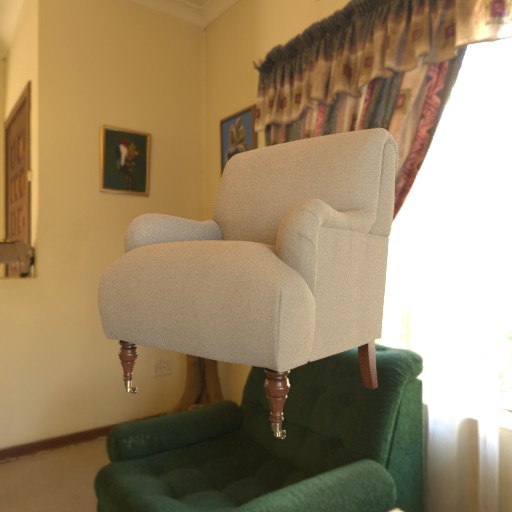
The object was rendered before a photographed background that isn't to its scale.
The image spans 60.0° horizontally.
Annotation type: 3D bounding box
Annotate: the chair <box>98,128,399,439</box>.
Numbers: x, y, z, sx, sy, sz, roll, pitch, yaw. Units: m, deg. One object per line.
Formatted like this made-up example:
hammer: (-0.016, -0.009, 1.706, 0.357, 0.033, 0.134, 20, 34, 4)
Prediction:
chair: (0.000, 0.000, 1.557, 0.766, 0.942, 0.842, 0, 0, 38)
